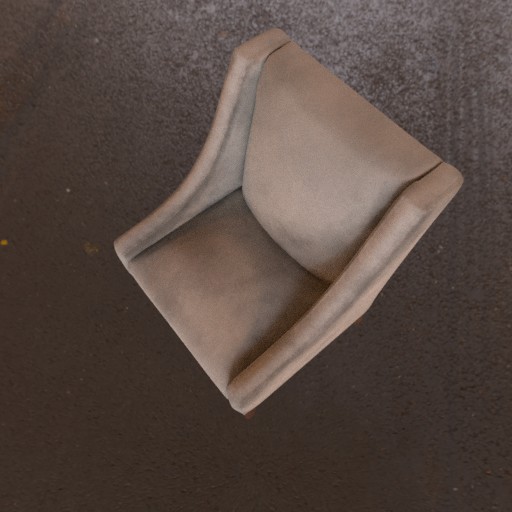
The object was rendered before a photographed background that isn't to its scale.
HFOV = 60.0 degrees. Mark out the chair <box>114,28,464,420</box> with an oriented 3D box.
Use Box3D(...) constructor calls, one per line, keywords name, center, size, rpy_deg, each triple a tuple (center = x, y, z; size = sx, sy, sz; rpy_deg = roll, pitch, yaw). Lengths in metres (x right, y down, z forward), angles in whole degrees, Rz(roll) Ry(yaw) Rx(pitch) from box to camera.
Box3D(name="chair", center=(0.000, 0.000, 1.314), size=(0.629, 0.895, 0.629), rpy_deg=(-37, 69, -16))
